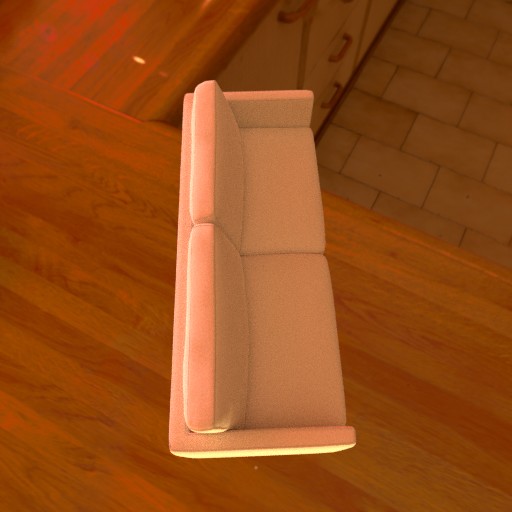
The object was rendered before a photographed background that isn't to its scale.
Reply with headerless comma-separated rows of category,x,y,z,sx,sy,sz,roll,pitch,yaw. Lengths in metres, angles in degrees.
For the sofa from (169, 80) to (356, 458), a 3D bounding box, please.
sofa,0.000,0.000,2.887,0.951,0.962,2.361,-2,64,-1
